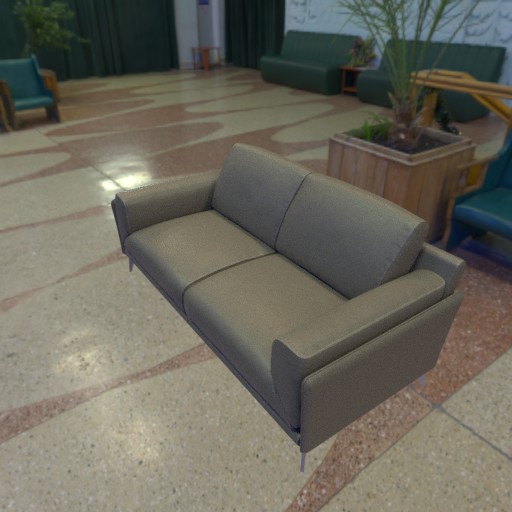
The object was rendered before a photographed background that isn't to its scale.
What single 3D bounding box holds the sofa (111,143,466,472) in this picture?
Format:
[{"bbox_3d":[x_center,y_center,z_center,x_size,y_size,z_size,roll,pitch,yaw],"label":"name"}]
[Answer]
[{"bbox_3d":[0.000,0.000,2.674,1.049,0.930,2.101,-20,36,-30],"label":"sofa"}]
